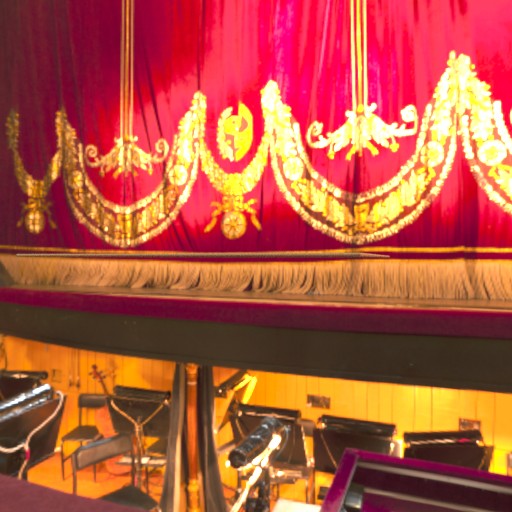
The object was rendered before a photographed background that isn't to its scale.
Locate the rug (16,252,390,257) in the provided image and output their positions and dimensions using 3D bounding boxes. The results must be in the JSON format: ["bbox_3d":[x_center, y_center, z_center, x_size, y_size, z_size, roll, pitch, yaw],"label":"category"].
[{"bbox_3d":[0.000,0.000,2.812,1.532,0.017,2.244,0,0,19],"label":"rug"}]
